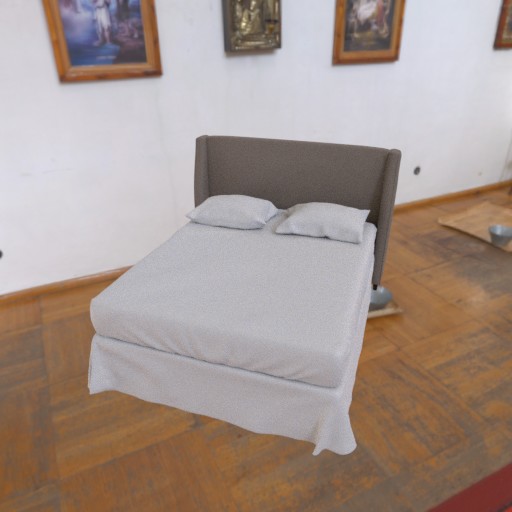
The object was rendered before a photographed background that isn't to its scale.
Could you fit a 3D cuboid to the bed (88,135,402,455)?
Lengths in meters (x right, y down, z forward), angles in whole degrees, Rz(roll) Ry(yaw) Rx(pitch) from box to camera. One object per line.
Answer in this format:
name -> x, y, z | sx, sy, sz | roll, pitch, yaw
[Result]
bed -> 0.000, 0.000, 3.453 | 1.925, 1.332, 2.276 | 9, 28, 16
